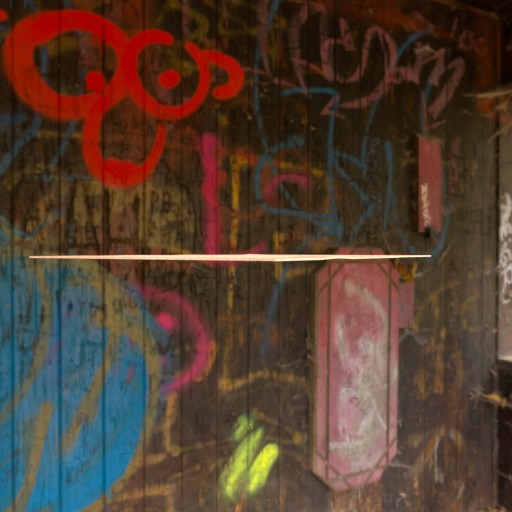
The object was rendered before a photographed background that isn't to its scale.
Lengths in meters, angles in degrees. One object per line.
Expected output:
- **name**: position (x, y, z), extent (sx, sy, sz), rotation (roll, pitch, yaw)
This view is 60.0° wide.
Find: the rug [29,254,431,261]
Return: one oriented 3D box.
- **rug**: position (0.000, 0.000, 4.185), extent (2.431, 0.021, 3.057), rotation (0, 1, 35)
